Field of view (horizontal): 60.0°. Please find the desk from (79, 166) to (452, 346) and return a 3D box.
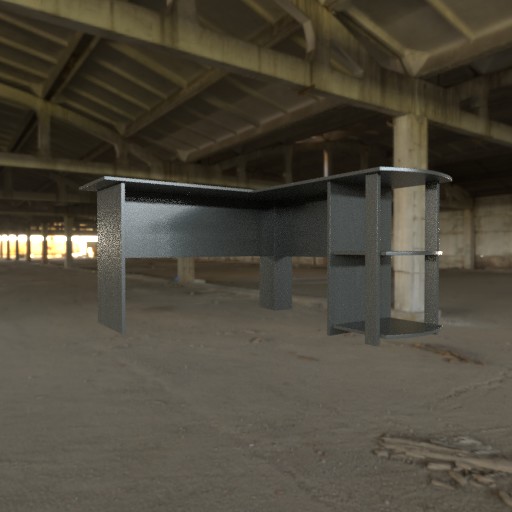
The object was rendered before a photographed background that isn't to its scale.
[{"bbox_3d":[0.000,0.000,2.143,1.303,0.716,1.361,-1,1,-35],"label":"desk"}]
